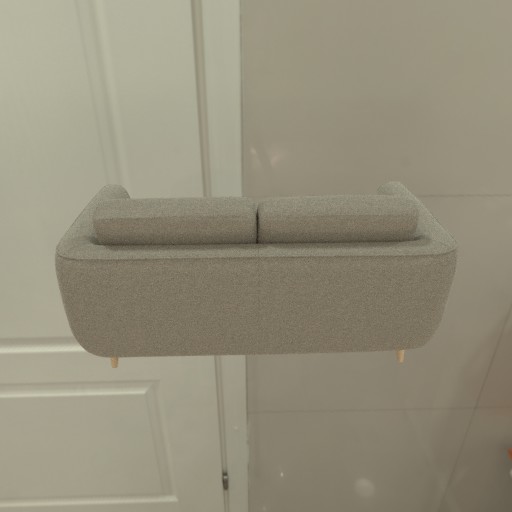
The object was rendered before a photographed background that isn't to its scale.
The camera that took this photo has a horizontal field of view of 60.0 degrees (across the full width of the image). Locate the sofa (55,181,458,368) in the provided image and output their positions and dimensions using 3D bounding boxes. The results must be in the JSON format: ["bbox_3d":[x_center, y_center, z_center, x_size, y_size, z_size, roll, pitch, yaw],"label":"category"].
[{"bbox_3d":[0.000,0.000,2.212,1.700,0.850,0.920,-1,30,-1],"label":"sofa"}]
